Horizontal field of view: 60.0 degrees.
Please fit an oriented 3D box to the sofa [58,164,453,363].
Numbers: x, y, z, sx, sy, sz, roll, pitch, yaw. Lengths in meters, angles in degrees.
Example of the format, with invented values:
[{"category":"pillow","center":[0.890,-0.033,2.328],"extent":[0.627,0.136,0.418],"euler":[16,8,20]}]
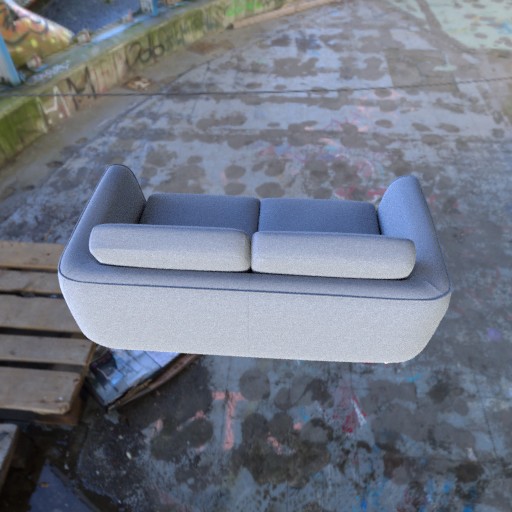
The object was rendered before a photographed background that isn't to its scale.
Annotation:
[{"category":"sofa","center":[0.000,0.000,2.237],"extent":[1.700,0.850,0.920],"euler":[3,47,3]}]
